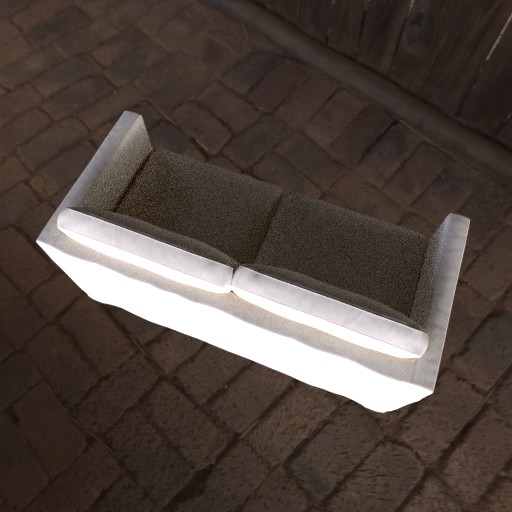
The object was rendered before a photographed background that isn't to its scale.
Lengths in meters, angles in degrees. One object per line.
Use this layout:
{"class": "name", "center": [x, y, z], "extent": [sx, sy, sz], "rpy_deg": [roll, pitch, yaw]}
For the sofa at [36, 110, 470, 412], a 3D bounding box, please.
{"class": "sofa", "center": [0.000, 0.000, 2.450], "extent": [1.987, 0.870, 0.940], "rpy_deg": [20, 66, 9]}
